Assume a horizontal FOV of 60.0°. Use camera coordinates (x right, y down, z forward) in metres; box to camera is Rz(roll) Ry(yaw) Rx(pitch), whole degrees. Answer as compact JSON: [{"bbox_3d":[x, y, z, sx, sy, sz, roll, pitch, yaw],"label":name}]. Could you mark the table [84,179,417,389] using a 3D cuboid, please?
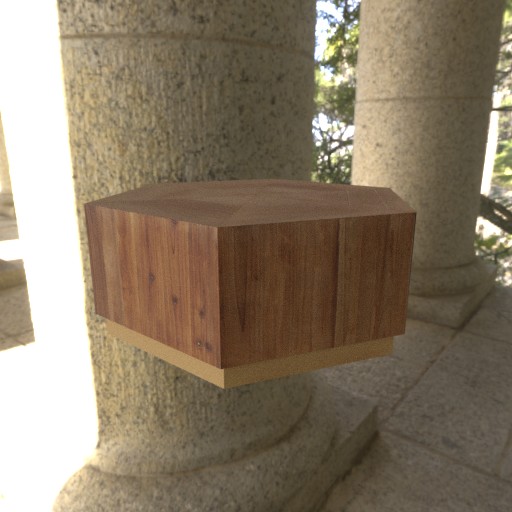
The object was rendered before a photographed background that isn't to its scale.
[{"bbox_3d":[0.000,0.000,1.648,1.000,0.456,1.154,2,16,9],"label":"table"}]
